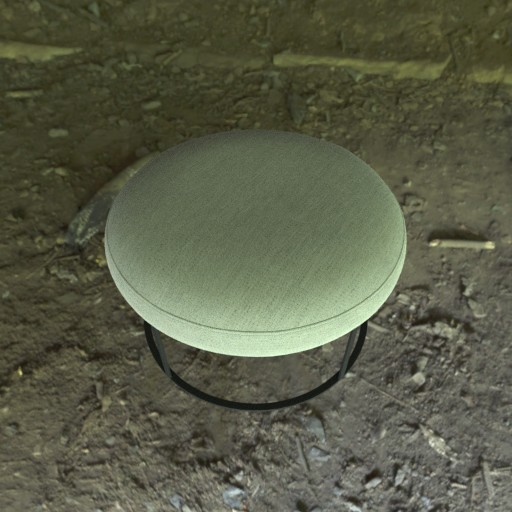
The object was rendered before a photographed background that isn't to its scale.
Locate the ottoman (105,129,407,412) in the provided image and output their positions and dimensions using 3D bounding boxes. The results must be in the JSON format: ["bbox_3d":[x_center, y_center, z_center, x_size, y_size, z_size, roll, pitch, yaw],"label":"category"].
[{"bbox_3d":[0.000,0.000,1.256,0.769,0.459,0.769,0,47,0],"label":"ottoman"}]
